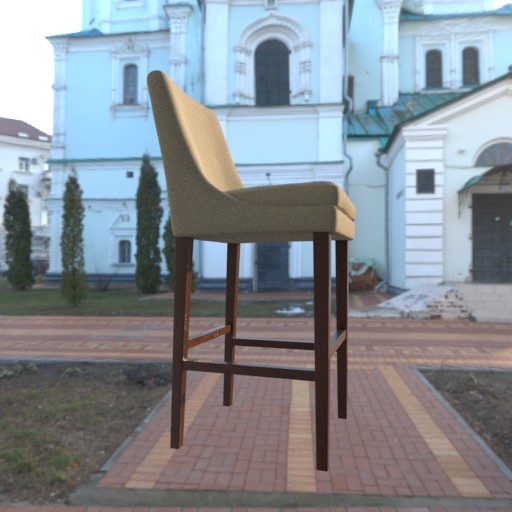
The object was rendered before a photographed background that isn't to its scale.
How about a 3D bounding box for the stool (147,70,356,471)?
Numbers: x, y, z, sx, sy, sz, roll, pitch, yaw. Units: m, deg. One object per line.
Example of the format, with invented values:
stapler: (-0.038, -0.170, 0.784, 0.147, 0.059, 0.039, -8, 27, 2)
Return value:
stool: (0.000, 0.000, 1.384, 0.577, 1.078, 0.470, 0, -1, 18)
